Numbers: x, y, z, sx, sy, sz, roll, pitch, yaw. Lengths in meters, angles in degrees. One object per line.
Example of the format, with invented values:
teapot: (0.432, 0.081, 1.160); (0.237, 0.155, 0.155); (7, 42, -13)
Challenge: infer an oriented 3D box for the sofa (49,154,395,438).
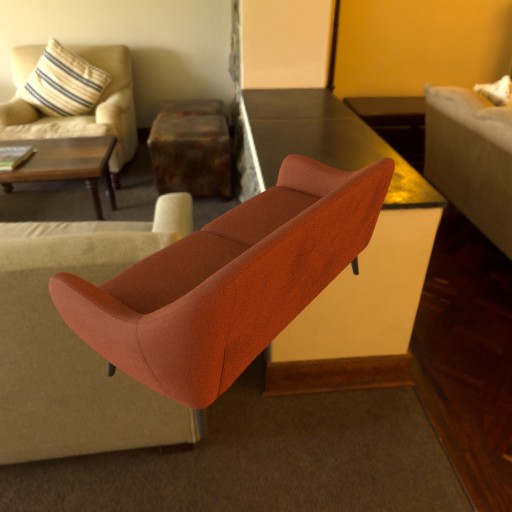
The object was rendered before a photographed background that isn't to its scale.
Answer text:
sofa: (0.000, 0.000, 2.304); (0.820, 0.836, 1.840); (21, 38, 30)
